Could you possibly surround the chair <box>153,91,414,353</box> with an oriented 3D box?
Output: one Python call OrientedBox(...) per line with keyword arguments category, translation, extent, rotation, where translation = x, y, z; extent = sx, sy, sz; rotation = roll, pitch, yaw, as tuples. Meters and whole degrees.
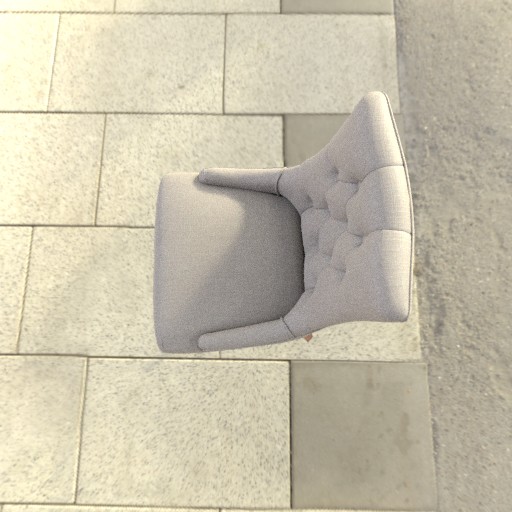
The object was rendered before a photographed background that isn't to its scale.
OrientedBox(category="chair", translation=(0.000, 0.000, 1.210), extent=(0.565, 0.874, 0.509), rotation=(-2, 77, 0))
